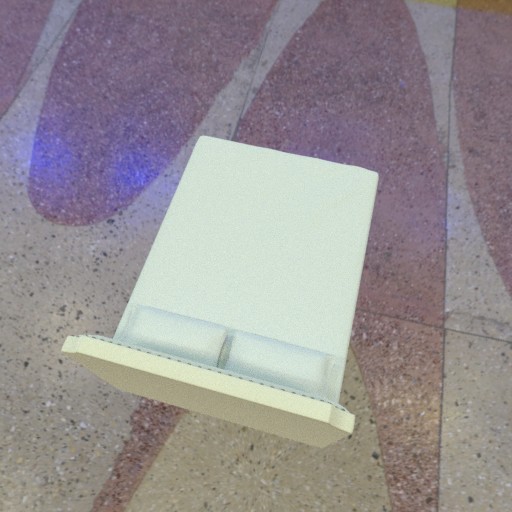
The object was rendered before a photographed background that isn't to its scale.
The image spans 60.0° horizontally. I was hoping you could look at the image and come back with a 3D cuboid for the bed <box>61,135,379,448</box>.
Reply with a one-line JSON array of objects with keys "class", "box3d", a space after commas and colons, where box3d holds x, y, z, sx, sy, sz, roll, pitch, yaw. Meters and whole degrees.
[{"class": "bed", "box3d": [0.000, 0.000, 3.454, 1.703, 1.415, 2.329, 14, 64, 7]}]
